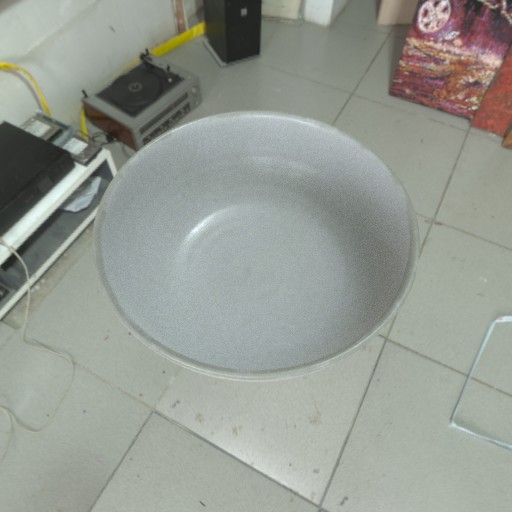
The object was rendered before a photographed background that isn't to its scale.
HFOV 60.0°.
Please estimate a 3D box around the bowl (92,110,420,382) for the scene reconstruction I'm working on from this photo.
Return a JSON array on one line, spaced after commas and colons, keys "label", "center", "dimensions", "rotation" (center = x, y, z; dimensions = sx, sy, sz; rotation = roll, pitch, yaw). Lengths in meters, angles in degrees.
[{"label": "bowl", "center": [0.000, 0.000, 0.418], "dimensions": [0.268, 0.121, 0.268], "rotation": [0, 58, 0]}]
